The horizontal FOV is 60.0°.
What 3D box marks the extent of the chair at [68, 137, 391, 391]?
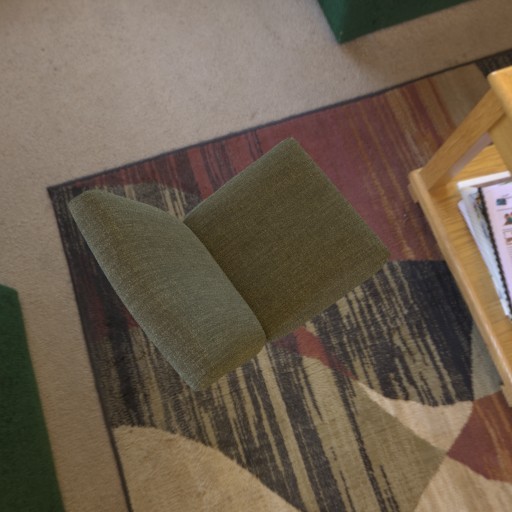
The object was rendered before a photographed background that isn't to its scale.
[{"bbox_3d":[0.000,0.000,1.272,0.629,0.884,0.487,-36,78,-8],"label":"chair"}]
